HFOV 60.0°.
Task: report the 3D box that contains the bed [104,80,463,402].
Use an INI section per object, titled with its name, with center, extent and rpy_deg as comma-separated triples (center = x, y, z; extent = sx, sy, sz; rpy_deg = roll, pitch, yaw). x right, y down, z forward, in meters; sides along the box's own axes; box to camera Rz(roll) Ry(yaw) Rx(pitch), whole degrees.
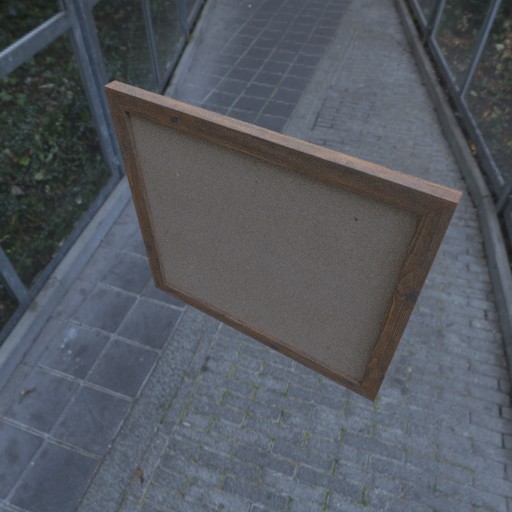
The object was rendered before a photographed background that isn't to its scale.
[bed]
center = 0.000, 0.000, 1.493
extent = 1.046, 0.942, 0.046
rpy_deg = 24, 51, 21
